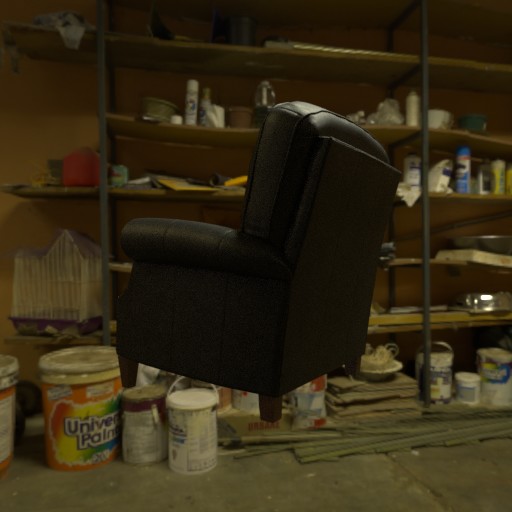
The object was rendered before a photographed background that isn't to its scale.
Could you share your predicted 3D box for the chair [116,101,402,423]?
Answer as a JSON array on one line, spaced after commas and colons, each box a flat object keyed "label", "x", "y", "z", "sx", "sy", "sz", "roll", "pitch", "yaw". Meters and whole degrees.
[{"label": "chair", "x": 0.000, "y": 0.000, "z": 1.811, "sx": 0.986, "sy": 1.018, "sz": 0.936, "roll": 0, "pitch": 0, "yaw": 35}]
